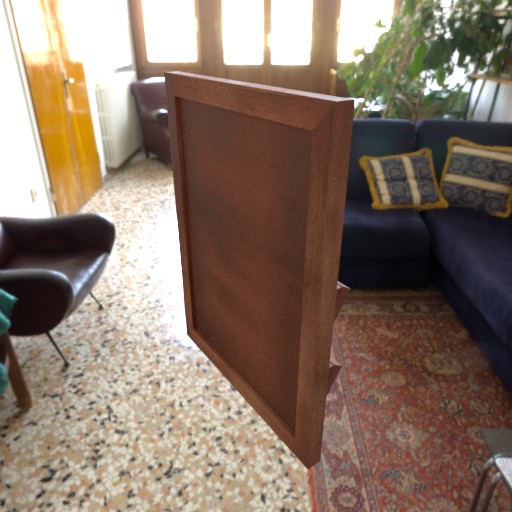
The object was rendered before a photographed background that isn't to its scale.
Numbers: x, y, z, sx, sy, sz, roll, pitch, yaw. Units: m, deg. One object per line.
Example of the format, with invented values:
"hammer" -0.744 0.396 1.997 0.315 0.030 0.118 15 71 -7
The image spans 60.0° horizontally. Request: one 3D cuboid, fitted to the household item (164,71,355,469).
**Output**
"household item" 0.000 0.000 0.551 0.067 0.407 0.310 -17 32 -30
